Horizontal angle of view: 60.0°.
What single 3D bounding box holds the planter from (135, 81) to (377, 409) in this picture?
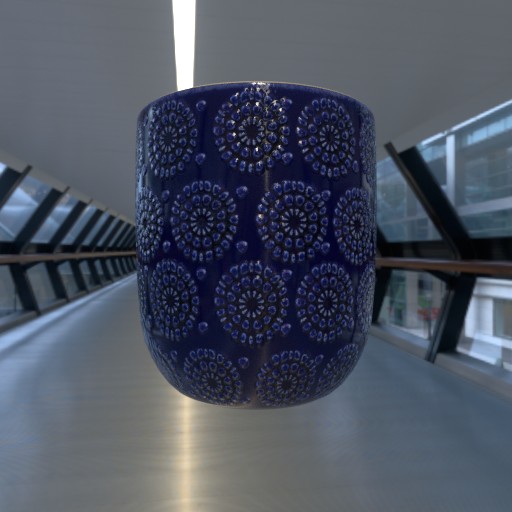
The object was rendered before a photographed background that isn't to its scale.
[{"bbox_3d":[0.000,0.000,0.350,0.184,0.206,0.184,0,0,0],"label":"planter"}]
